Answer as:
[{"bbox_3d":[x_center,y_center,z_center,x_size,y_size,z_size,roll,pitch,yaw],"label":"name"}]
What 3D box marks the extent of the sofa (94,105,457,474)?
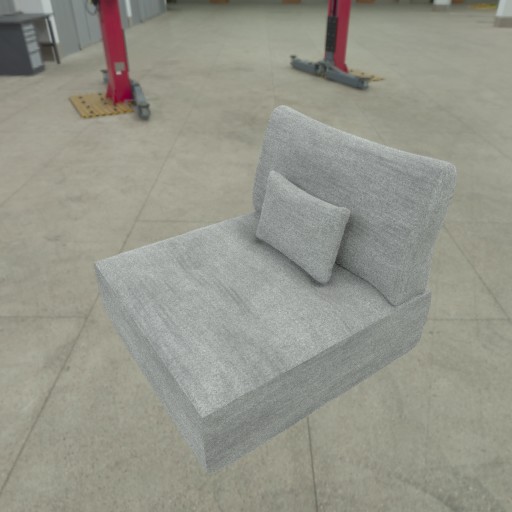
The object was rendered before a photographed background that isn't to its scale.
[{"bbox_3d":[0.000,0.000,1.701,1.000,0.820,0.930,-21,38,-29],"label":"sofa"}]
